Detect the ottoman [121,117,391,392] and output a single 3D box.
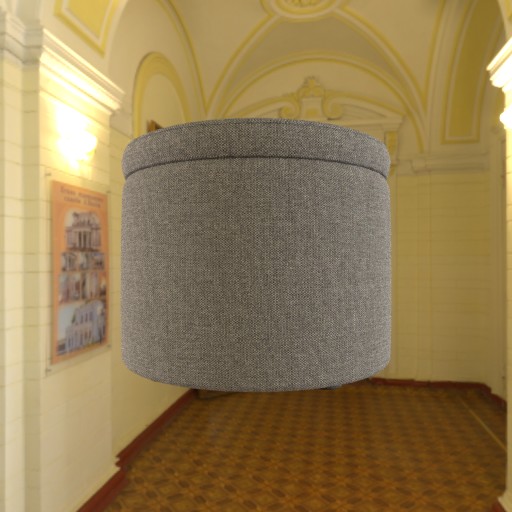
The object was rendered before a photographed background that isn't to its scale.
[{"bbox_3d":[0.000,0.000,0.891,0.520,0.430,0.520,0,0,0],"label":"ottoman"}]
